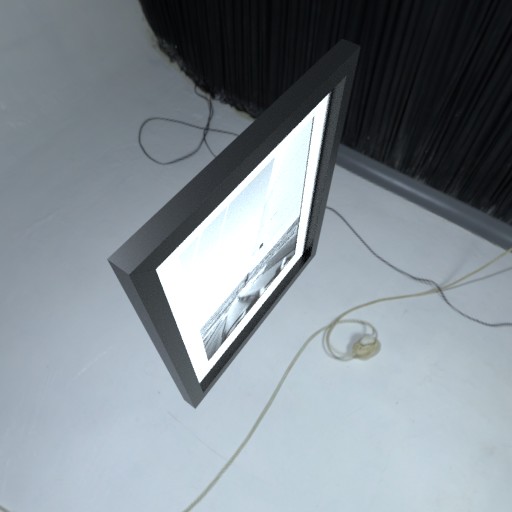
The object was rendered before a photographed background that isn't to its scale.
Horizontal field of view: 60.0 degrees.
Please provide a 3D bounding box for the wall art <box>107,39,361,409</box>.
[{"bbox_3d":[0.000,0.000,0.772,0.031,0.558,0.461,32,63,18],"label":"wall art"}]
